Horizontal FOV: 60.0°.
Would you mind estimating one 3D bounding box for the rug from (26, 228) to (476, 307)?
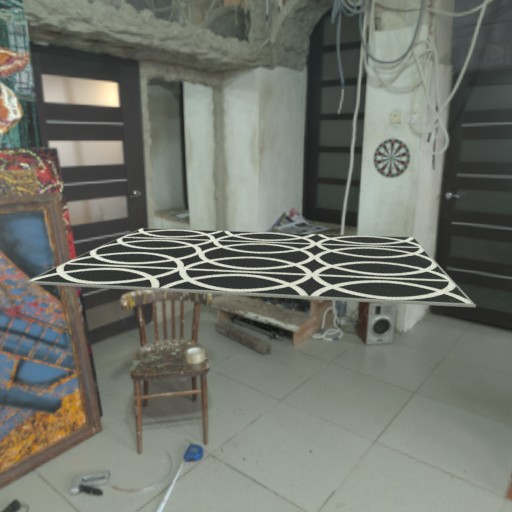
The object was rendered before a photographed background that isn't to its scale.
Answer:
[{"bbox_3d":[0.000,0.000,2.932,2.290,0.014,1.526,2,15,9],"label":"rug"}]
